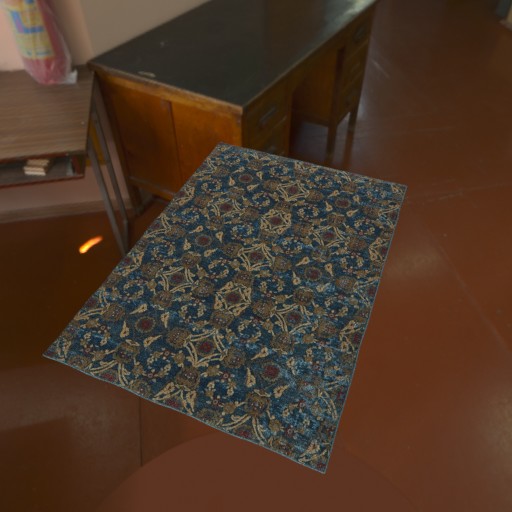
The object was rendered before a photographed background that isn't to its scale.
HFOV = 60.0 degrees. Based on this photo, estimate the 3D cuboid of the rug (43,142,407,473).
[{"bbox_3d":[0.000,0.000,4.269,2.337,0.013,3.291,17,49,15],"label":"rug"}]
